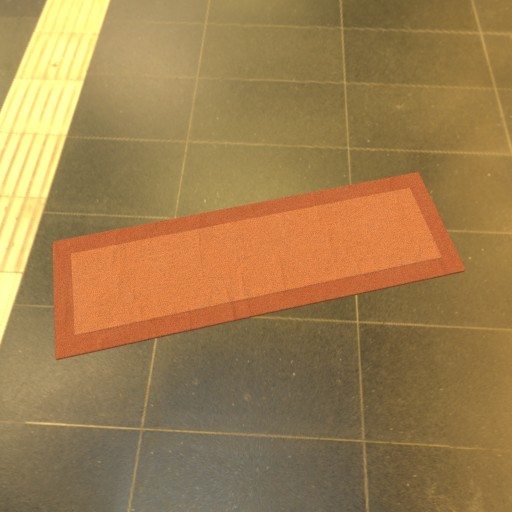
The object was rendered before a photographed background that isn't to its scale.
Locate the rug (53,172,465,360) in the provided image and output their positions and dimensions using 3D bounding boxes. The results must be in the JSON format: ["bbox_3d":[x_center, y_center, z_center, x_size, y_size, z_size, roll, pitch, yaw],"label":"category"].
[{"bbox_3d":[0.000,0.000,2.712,2.471,0.013,0.914,-15,64,-7],"label":"rug"}]
